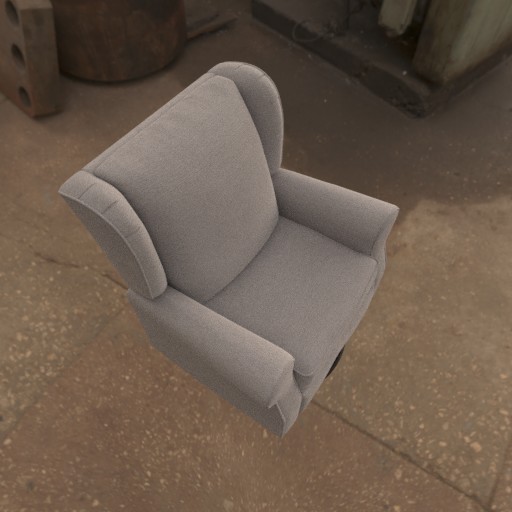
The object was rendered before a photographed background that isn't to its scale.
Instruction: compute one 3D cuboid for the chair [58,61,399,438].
[{"bbox_3d":[0.000,0.000,1.666,0.854,0.966,0.906,30,60,19],"label":"chair"}]
